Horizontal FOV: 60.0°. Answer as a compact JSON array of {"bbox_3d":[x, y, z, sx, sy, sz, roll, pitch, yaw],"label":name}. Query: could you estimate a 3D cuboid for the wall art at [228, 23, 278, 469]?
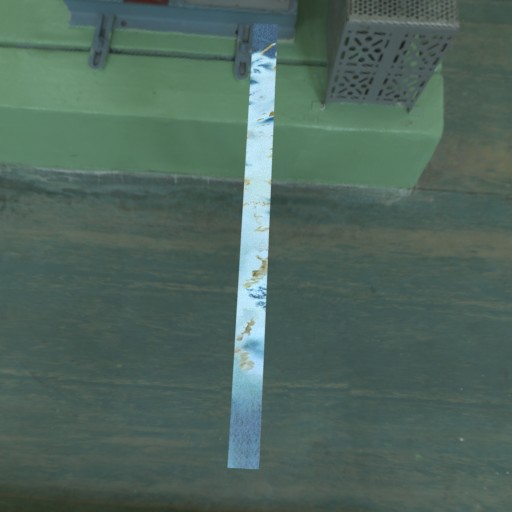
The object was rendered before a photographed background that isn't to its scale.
[{"bbox_3d":[0.000,0.000,0.777,0.036,0.405,0.607,3,75,1],"label":"wall art"}]
